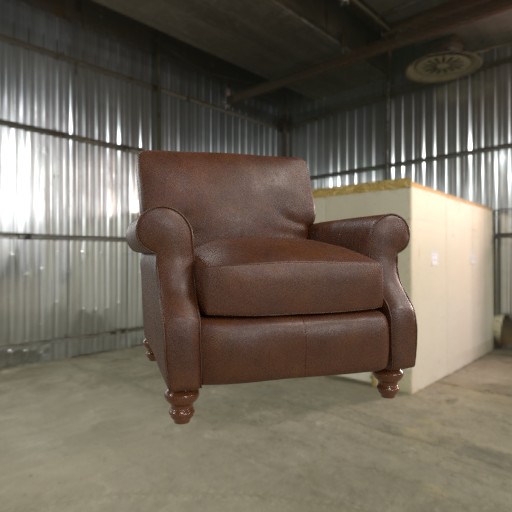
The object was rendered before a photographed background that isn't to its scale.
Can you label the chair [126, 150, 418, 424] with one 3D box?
[{"bbox_3d":[0.000,0.000,1.780,0.989,0.972,0.992,0,0,-19],"label":"chair"}]
